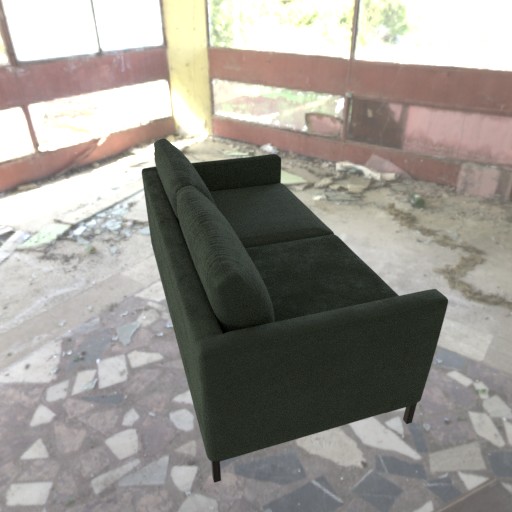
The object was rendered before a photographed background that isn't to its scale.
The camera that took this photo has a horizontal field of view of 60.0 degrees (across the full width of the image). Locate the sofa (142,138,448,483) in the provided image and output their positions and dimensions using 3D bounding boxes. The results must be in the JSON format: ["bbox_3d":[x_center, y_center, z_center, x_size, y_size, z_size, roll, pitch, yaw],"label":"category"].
[{"bbox_3d":[0.000,0.000,2.139,0.875,0.817,1.676,-10,32,-16],"label":"sofa"}]
